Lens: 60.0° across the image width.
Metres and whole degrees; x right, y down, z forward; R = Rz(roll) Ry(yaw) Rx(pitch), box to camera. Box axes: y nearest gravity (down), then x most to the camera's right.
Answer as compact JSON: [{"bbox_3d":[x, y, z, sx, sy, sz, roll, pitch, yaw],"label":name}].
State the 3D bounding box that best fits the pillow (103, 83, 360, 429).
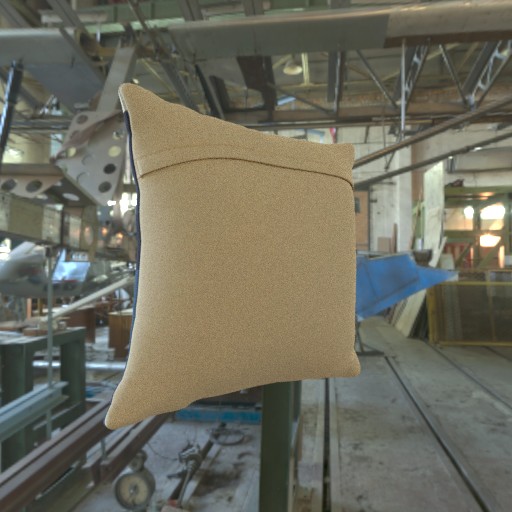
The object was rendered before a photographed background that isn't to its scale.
[{"bbox_3d":[0.000,0.000,0.795,0.536,0.506,0.229,1,-2,-36],"label":"pillow"}]
